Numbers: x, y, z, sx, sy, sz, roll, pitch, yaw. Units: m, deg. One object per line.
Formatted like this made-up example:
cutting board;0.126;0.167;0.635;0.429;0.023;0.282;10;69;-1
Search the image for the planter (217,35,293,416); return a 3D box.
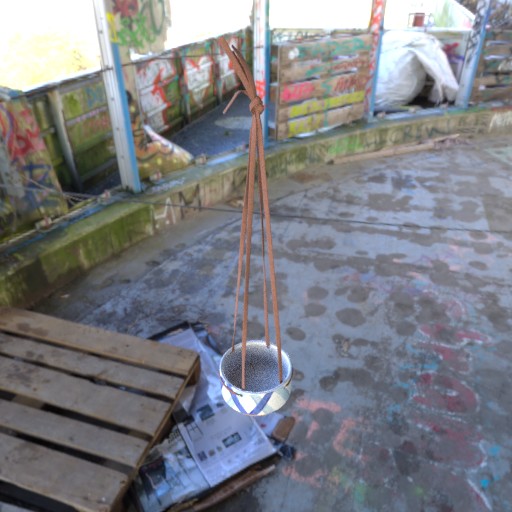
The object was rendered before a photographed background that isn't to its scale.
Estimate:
planter;0.000;0.000;0.833;0.166;0.751;0.166;9;33;14
